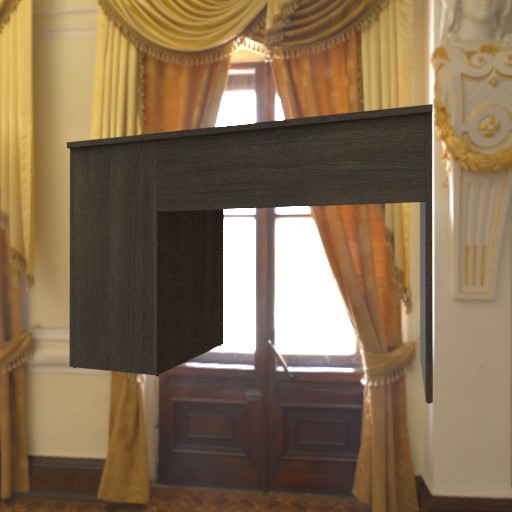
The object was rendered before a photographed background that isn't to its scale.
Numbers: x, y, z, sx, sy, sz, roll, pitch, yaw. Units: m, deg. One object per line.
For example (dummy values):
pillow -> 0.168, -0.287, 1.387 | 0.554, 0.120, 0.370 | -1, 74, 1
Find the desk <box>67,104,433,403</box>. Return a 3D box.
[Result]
desk -> 0.000, 0.000, 1.510 | 1.096, 0.730, 0.560 | 0, 0, 19
